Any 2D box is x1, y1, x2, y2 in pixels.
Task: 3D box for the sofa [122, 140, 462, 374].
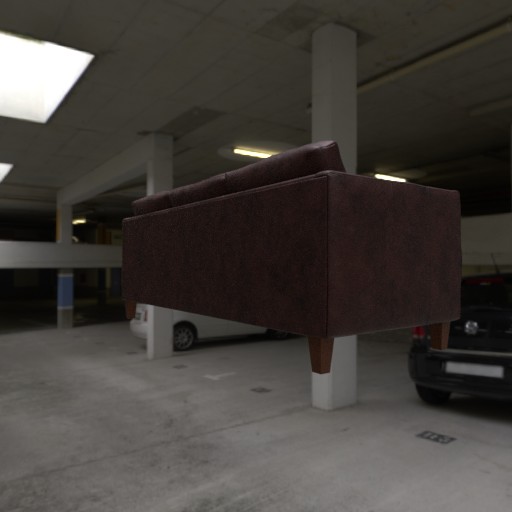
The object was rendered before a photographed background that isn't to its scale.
[{"bbox_3d":[0.000,0.000,3.036,1.045,1.006,2.464,1,-1,-36],"label":"sofa"}]
